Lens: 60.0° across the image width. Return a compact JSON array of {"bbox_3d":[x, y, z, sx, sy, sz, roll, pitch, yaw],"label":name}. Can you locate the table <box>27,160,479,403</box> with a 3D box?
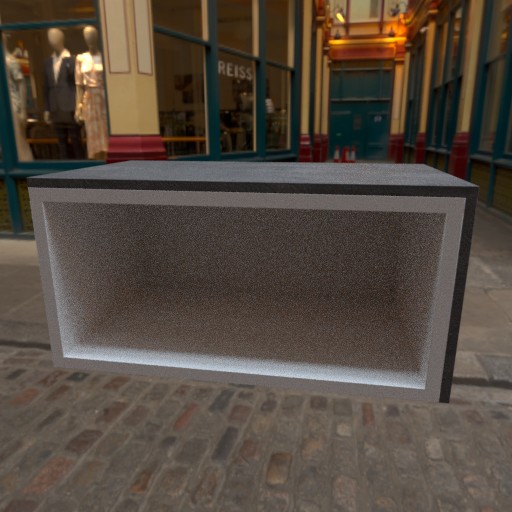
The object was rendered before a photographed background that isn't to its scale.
[{"bbox_3d":[0.000,0.000,0.912,0.700,0.350,0.400,3,16,9],"label":"table"}]
